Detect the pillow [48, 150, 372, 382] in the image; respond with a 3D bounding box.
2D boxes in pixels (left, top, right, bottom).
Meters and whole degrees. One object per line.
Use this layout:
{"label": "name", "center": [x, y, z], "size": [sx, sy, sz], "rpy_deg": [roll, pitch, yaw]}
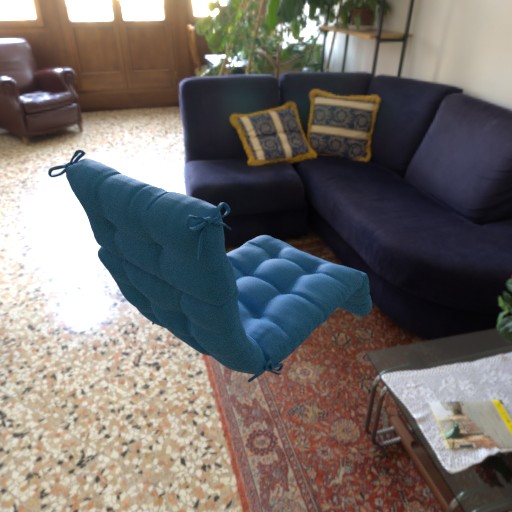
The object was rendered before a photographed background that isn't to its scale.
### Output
{"label": "pillow", "center": [0.000, 0.000, 1.491], "size": [0.526, 0.863, 1.016], "rpy_deg": [23, 39, 32]}
